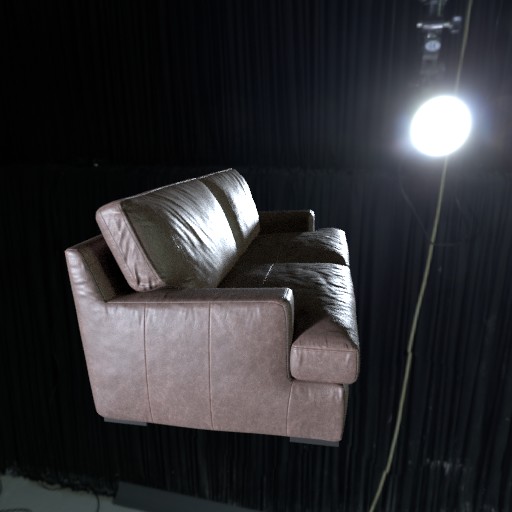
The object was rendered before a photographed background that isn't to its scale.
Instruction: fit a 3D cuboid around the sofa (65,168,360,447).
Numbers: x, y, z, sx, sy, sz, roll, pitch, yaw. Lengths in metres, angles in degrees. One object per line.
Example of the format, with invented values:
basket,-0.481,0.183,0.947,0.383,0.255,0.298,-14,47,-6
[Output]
sofa,0.000,0.000,2.708,1.143,0.941,2.261,2,15,9
